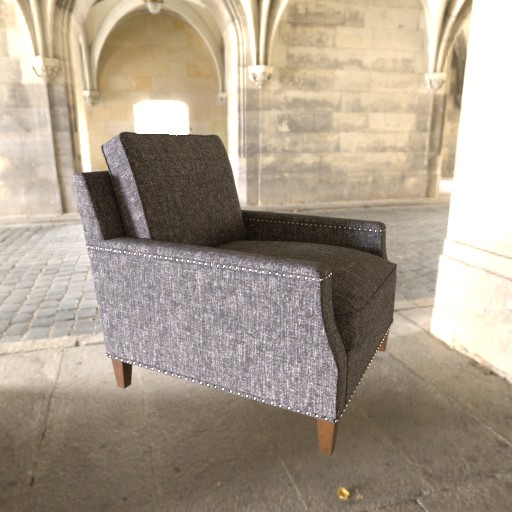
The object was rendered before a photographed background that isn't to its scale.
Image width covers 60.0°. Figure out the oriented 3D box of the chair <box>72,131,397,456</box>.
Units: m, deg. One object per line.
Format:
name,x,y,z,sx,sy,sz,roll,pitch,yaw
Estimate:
chair,0.000,0.000,1.752,1.014,0.943,0.853,7,16,26
